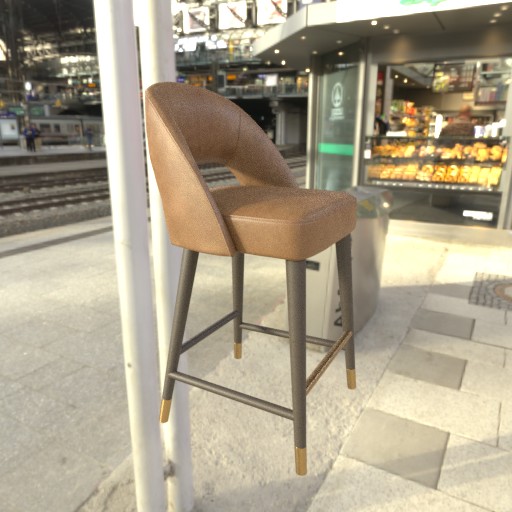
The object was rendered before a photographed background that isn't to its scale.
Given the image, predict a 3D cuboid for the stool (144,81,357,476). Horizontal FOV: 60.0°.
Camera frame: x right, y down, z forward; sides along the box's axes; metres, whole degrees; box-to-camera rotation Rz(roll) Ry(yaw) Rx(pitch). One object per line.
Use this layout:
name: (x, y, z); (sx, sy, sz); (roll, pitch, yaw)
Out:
stool: (0.000, 0.000, 1.253); (0.509, 0.940, 0.494); (8, 17, 27)
